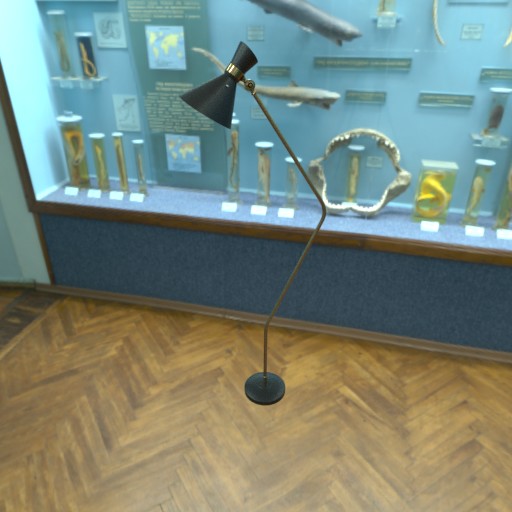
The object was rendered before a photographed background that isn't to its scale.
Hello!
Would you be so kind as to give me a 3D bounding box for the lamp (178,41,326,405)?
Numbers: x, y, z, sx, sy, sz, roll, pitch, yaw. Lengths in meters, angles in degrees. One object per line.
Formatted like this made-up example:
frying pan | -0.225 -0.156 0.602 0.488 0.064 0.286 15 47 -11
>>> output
lamp | 0.000 0.000 1.649 0.467 1.438 0.277 8 30 13
